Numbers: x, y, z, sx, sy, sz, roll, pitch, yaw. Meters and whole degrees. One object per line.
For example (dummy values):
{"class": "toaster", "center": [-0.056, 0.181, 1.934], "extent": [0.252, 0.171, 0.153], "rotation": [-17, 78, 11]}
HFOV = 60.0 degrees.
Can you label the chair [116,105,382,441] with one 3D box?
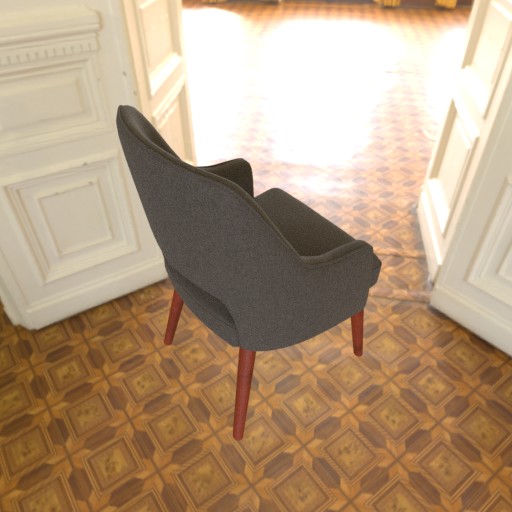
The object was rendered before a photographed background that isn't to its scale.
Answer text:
{"class": "chair", "center": [0.000, 0.000, 1.209], "extent": [0.560, 0.838, 0.559], "rotation": [-26, 47, -27]}
